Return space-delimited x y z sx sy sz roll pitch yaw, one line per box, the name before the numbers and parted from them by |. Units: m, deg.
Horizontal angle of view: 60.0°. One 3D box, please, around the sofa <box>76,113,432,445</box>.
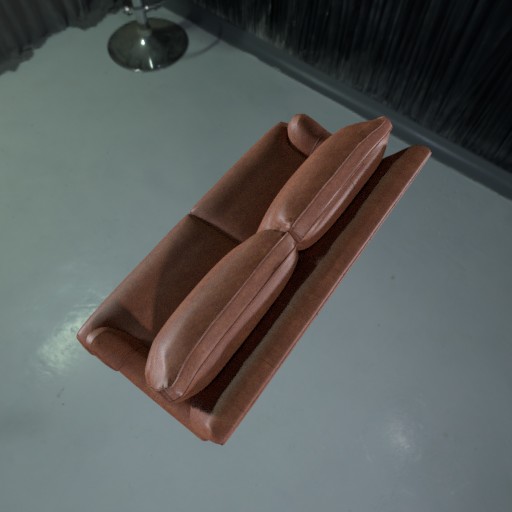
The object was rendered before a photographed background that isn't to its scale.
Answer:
sofa | 0.000 0.000 2.825 1.147 1.071 2.144 33 67 16
